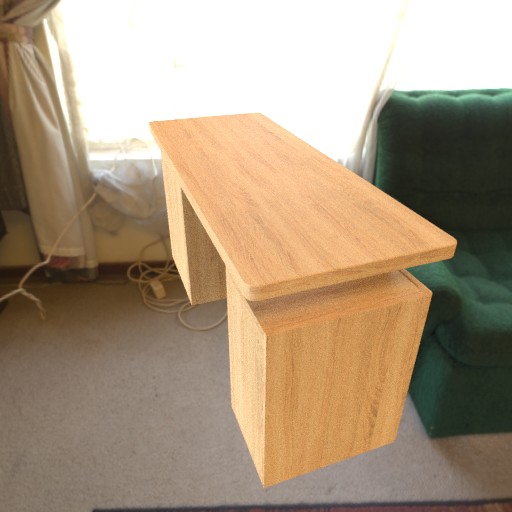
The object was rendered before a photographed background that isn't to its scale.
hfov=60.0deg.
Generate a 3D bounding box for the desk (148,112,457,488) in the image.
[{"bbox_3d":[0.000,0.000,1.750,0.550,0.760,1.400,-11,33,-17],"label":"desk"}]
